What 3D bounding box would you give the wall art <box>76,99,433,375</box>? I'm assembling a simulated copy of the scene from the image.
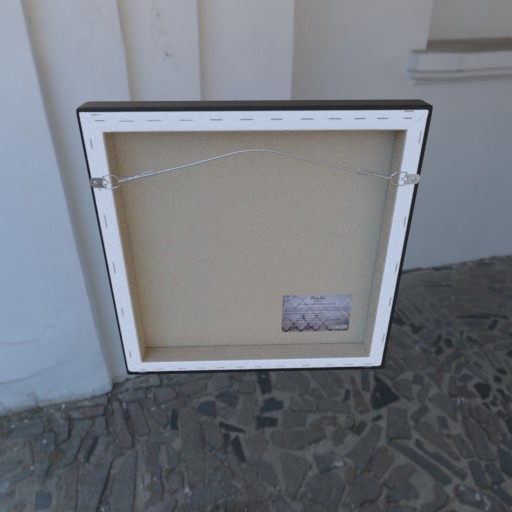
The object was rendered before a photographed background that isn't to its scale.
[{"bbox_3d":[0.000,0.000,0.614,0.406,0.407,0.041,-1,30,-2],"label":"wall art"}]
